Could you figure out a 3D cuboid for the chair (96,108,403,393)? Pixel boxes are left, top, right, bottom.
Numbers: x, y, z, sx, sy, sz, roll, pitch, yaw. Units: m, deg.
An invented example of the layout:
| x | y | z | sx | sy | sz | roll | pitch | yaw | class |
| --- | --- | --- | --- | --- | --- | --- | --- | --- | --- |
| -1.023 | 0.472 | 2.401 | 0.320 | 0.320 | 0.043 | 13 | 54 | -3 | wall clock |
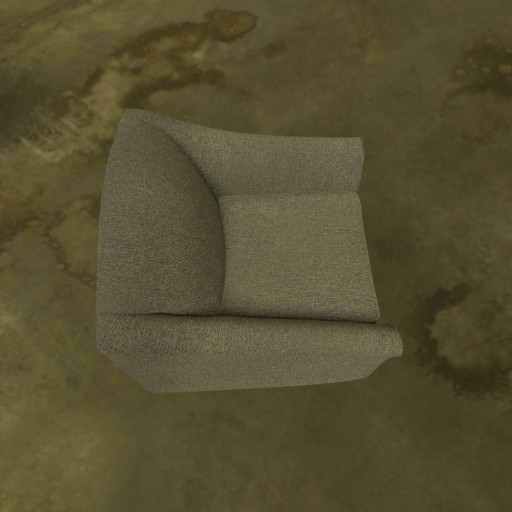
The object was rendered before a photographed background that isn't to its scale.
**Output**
| x | y | z | sx | sy | sz | roll | pitch | yaw | class |
| --- | --- | --- | --- | --- | --- | --- | --- | --- | --- |
| 0.000 | 0.000 | 1.461 | 0.787 | 0.839 | 0.763 | -2 | 63 | -1 | chair |
